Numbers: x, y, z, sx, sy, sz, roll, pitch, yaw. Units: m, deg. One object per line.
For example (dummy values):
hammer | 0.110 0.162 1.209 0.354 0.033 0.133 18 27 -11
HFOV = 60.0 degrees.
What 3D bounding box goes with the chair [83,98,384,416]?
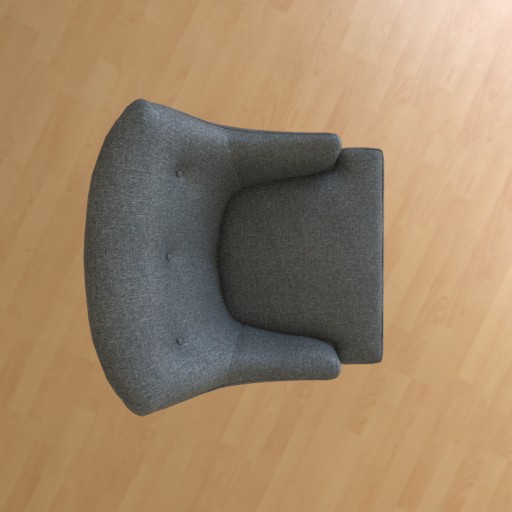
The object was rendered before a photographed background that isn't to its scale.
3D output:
chair | 0.000 0.000 1.562 0.923 0.856 0.864 0 91 0
